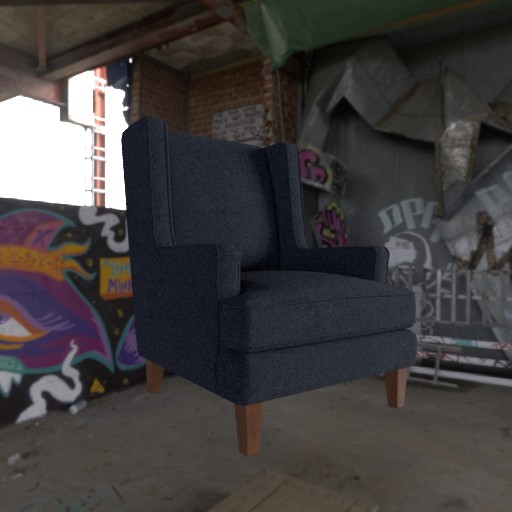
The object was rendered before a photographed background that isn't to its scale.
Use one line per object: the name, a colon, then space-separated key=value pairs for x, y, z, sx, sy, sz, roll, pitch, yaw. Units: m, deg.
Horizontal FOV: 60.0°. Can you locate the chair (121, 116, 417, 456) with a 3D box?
chair: x=0.000 y=0.000 z=1.731 sx=0.764 sy=1.072 sz=0.947 roll=0 pitch=0 yaw=-36
